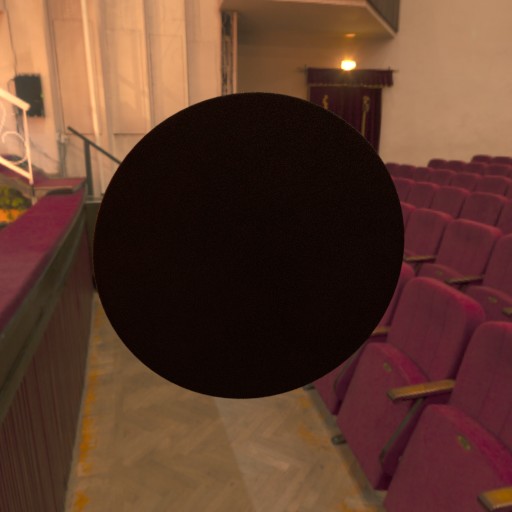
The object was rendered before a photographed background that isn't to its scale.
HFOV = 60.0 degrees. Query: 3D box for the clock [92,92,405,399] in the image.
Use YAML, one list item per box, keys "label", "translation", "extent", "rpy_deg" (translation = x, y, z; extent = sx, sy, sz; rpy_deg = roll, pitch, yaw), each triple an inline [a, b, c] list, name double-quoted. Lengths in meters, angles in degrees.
- label: "clock"
  translation: [0.000, 0.000, 0.453]
  extent: [0.314, 0.314, 0.029]
  rpy_deg: [-3, 16, -10]
